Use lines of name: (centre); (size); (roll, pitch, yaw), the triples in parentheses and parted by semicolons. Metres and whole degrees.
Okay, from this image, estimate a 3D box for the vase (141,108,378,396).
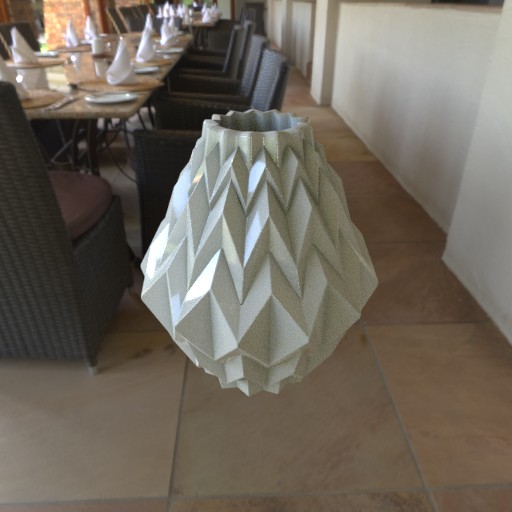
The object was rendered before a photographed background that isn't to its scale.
vase: (0.000, 0.000, 0.307); (0.164, 0.185, 0.164); (0, 30, 0)
